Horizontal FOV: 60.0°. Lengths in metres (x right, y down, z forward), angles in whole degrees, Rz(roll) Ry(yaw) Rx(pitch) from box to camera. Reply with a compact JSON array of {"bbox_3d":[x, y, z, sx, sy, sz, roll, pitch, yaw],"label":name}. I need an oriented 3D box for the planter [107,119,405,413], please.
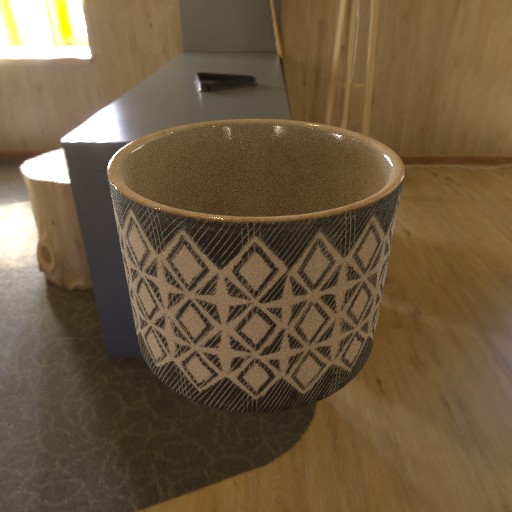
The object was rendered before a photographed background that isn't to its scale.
[{"bbox_3d":[0.000,0.000,0.223,0.126,0.104,0.126,0,31,0],"label":"planter"}]
